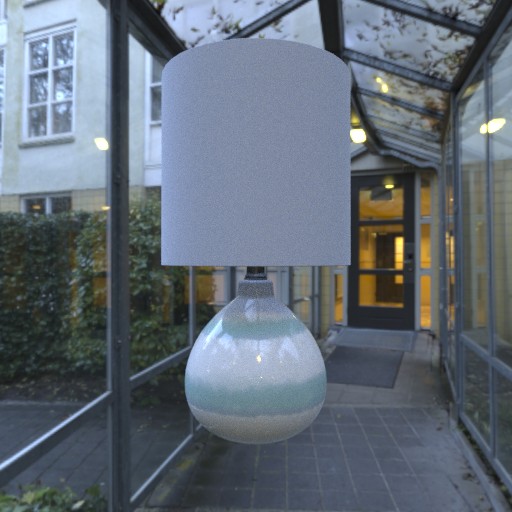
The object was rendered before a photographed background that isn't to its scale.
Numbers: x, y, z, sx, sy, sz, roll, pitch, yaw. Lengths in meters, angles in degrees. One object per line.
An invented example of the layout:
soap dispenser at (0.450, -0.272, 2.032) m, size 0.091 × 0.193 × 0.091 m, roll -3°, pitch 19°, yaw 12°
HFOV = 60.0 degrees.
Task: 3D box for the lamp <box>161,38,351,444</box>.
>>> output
lamp at (0.000, 0.000, 0.518) m, size 0.217 × 0.404 × 0.217 m, roll 0°, pitch 0°, yaw 18°
